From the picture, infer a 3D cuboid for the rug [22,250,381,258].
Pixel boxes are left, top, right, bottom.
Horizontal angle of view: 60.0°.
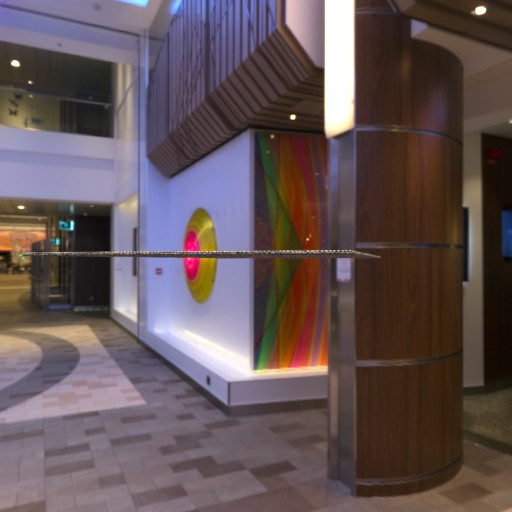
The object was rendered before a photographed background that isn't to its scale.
[{"bbox_3d":[0.000,0.000,3.010,1.538,0.021,2.443,0,-1,18],"label":"rug"}]
